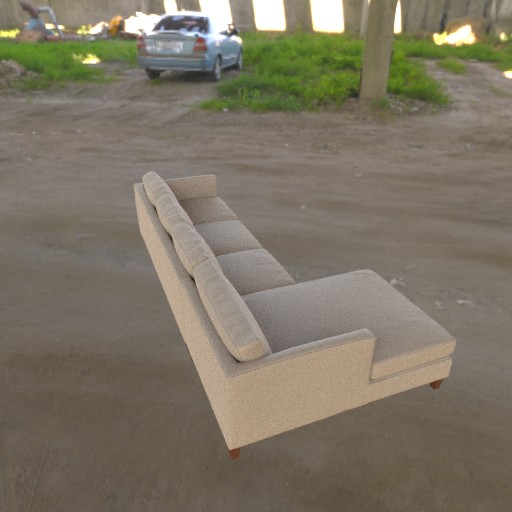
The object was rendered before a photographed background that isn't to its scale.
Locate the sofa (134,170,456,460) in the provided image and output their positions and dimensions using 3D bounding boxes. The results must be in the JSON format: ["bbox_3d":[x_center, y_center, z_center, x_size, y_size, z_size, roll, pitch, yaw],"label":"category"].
[{"bbox_3d":[0.000,0.000,3.943,1.625,0.846,3.186,-11,31,-19],"label":"sofa"}]
